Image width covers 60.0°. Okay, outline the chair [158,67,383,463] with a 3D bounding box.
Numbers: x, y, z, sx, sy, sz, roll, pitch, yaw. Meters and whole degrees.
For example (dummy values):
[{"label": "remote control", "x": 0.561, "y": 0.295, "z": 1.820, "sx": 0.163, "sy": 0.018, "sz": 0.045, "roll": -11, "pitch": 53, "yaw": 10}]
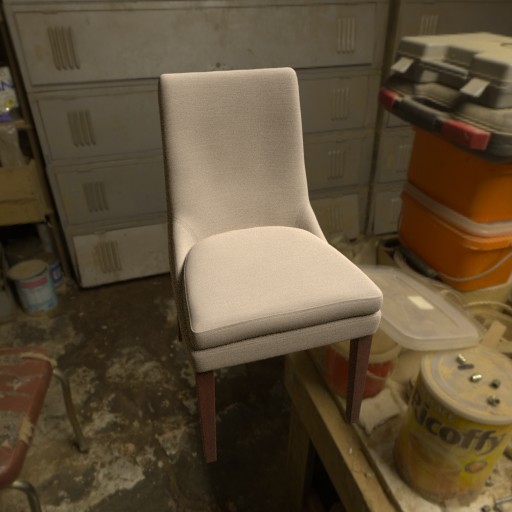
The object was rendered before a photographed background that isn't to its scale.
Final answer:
[{"label": "chair", "x": 0.000, "y": 0.000, "z": 1.313, "sx": 0.515, "sy": 0.940, "sz": 0.638, "roll": -9, "pitch": 33, "yaw": -14}]
